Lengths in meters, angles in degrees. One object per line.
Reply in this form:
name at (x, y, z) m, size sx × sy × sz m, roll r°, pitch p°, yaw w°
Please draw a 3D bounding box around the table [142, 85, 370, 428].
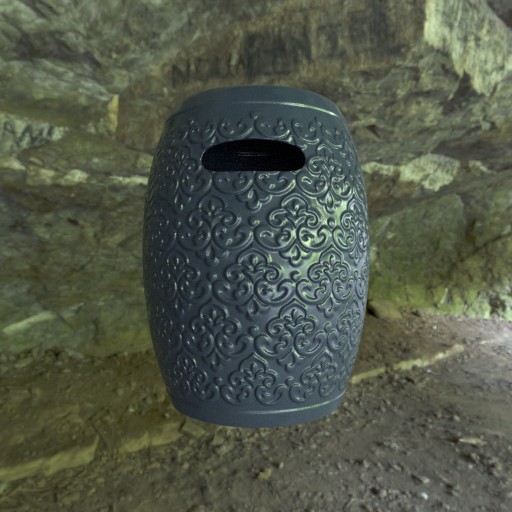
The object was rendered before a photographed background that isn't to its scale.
table at (0.000, 0.000, 0.621) m, size 0.309 × 0.397 × 0.309 m, roll 0°, pitch 0°, yaw 0°
